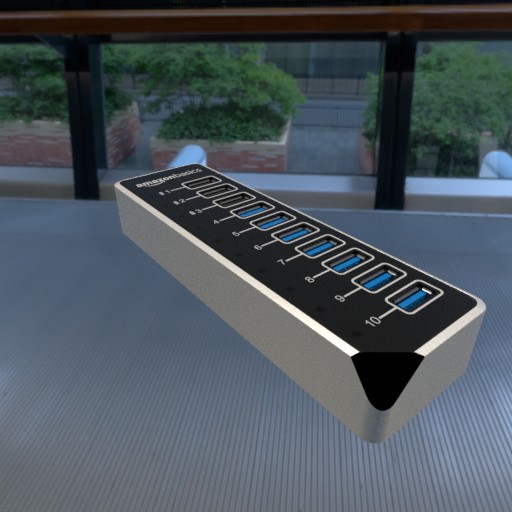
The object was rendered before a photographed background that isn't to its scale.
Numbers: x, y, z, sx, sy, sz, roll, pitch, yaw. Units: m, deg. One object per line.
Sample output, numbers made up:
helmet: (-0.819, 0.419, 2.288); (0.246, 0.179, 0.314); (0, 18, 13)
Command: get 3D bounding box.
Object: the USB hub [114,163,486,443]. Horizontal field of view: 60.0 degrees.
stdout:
USB hub: (0.000, 0.000, 0.159); (0.044, 0.023, 0.145); (-22, 37, -32)
